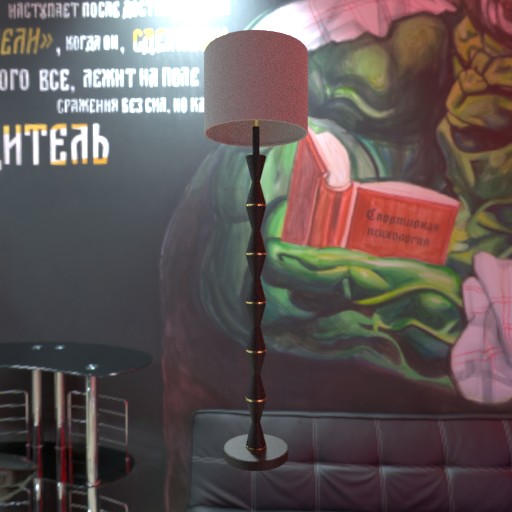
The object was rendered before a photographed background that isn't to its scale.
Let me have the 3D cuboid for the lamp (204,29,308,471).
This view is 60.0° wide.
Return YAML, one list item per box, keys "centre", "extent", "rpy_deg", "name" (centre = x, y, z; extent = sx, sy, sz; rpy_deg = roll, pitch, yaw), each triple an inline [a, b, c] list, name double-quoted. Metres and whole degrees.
- centre: [0.000, 0.000, 1.639]
  extent: [0.381, 1.480, 0.381]
  rpy_deg: [0, 1, 36]
  name: "lamp"
